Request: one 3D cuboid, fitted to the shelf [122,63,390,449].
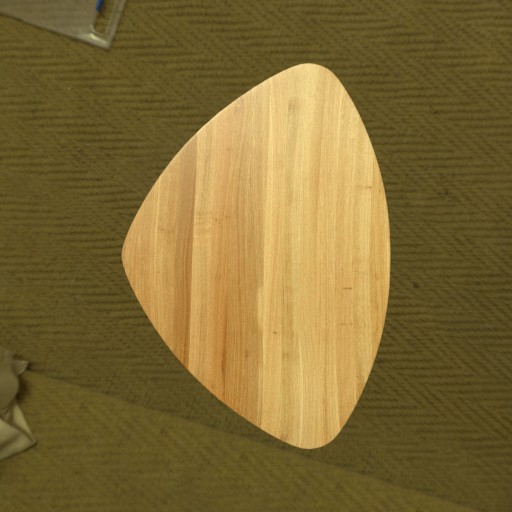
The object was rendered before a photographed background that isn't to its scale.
[{"bbox_3d":[0.000,0.000,1.644,0.863,0.439,1.240,0,89,0],"label":"shelf"}]
